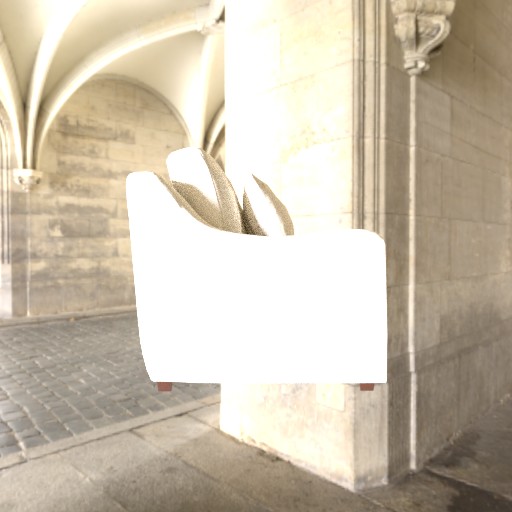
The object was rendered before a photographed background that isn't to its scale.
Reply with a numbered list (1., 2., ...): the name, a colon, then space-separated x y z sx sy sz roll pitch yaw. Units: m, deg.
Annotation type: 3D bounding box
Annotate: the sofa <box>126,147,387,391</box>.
1. sofa: 0.000 0.000 2.896 1.009 1.022 2.470 0 1 0
